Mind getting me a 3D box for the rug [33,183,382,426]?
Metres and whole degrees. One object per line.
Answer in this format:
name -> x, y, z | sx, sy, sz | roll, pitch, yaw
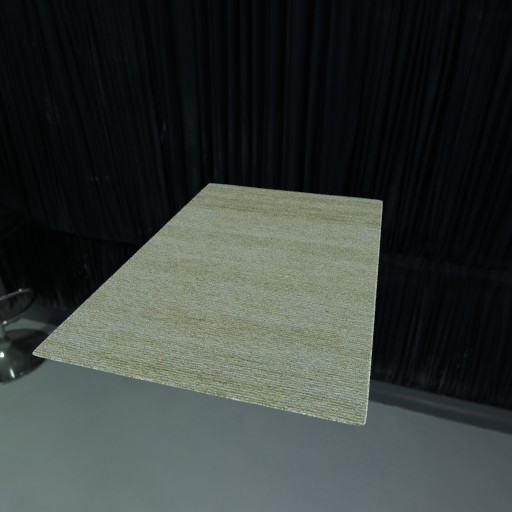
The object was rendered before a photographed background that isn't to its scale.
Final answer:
rug -> 0.000, 0.000, 2.143 | 1.143, 0.010, 1.758 | 8, 31, 13
